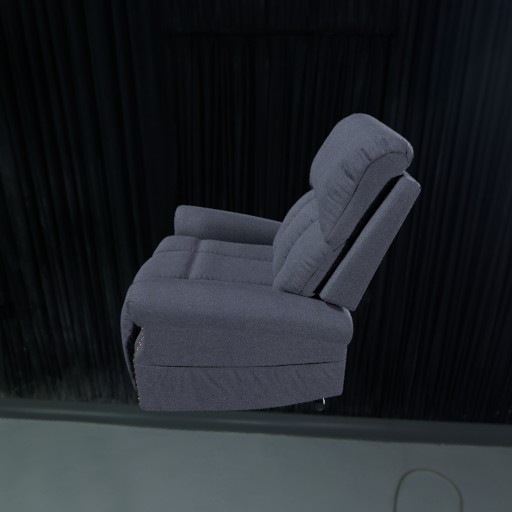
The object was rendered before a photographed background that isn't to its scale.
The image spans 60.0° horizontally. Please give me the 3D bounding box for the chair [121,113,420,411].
[{"bbox_3d":[0.000,0.000,1.752,0.979,1.031,0.871,1,25,2],"label":"chair"}]
